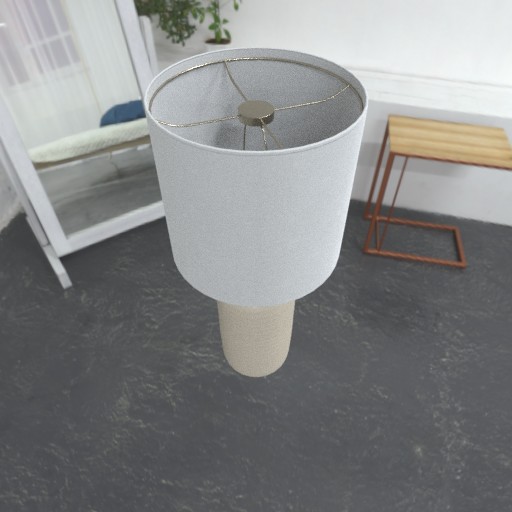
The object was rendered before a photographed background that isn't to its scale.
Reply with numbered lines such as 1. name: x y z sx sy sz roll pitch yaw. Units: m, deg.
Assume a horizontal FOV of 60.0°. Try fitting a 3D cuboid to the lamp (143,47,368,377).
1. lamp: 0.000 0.000 0.612 0.220 0.475 0.220 -4 46 -4
